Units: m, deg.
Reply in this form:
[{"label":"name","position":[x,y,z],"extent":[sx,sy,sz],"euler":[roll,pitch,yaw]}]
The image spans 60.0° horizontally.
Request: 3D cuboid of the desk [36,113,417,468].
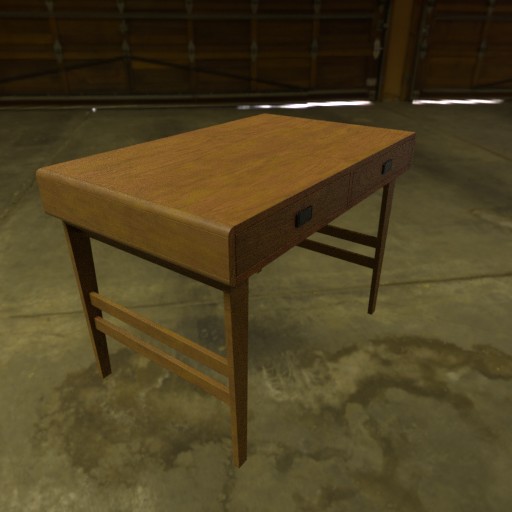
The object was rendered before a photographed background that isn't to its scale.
[{"label":"desk","position":[0.000,0.000,1.545],"extent":[0.660,0.754,1.066],"euler":[18,33,32]}]
